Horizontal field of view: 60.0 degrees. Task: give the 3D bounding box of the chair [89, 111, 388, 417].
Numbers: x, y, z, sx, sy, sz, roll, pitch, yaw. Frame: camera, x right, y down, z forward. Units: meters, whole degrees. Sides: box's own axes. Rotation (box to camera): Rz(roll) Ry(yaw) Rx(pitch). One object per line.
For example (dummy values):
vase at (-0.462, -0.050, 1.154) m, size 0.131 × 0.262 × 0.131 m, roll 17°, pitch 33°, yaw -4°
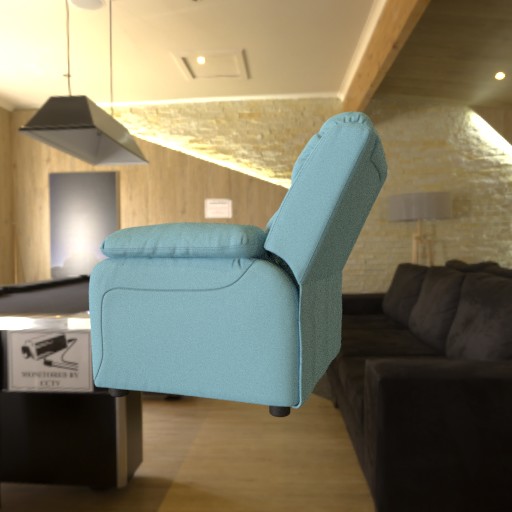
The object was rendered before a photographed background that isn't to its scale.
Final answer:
chair at (0.000, 0.000, 1.278) m, size 0.709 × 0.702 × 0.680 m, roll 1°, pitch 2°, yaw 19°
